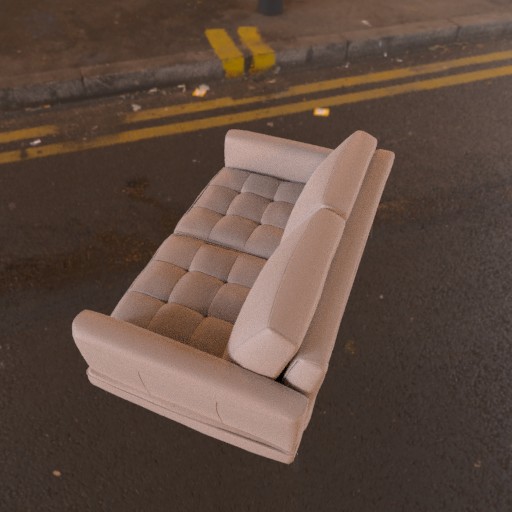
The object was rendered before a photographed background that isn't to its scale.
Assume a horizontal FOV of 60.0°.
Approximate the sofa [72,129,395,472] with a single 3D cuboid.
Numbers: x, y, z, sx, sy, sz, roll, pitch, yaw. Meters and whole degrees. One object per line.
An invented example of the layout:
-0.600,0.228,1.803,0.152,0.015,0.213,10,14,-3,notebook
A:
0.000,0.000,2.436,1.121,0.930,1.819,16,49,15,sofa
